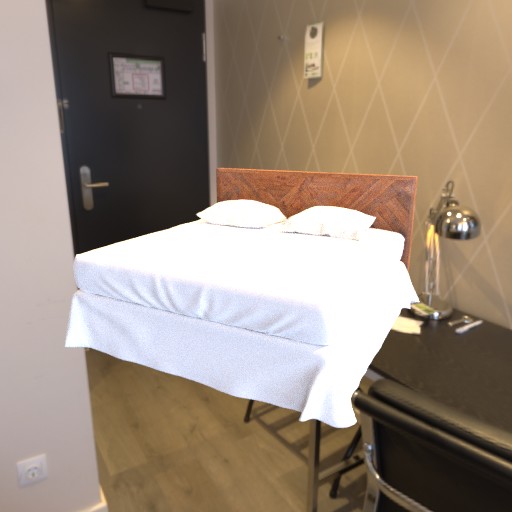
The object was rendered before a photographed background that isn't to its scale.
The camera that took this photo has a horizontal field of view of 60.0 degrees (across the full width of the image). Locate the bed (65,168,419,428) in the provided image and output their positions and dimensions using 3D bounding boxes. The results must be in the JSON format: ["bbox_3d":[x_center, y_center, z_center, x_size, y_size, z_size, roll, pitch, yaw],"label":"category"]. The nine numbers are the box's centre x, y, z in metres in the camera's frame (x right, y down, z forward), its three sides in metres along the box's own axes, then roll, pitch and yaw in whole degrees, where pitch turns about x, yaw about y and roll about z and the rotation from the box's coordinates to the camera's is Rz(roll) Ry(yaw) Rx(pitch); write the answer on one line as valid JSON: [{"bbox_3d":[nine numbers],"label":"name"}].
[{"bbox_3d":[0.000,0.000,3.505,2.255,1.158,2.165,8,17,27],"label":"bed"}]
